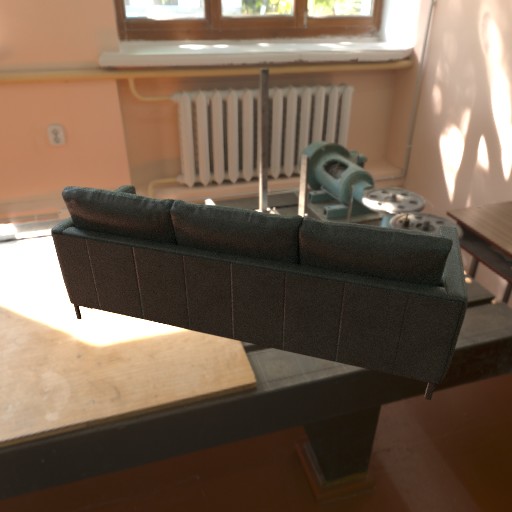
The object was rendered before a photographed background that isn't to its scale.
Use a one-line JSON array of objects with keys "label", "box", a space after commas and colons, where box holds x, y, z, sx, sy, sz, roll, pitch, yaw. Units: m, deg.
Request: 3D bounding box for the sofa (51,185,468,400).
[{"label": "sofa", "box": [0.000, 0.000, 2.402, 2.029, 0.805, 0.748, 9, 31, 16]}]
